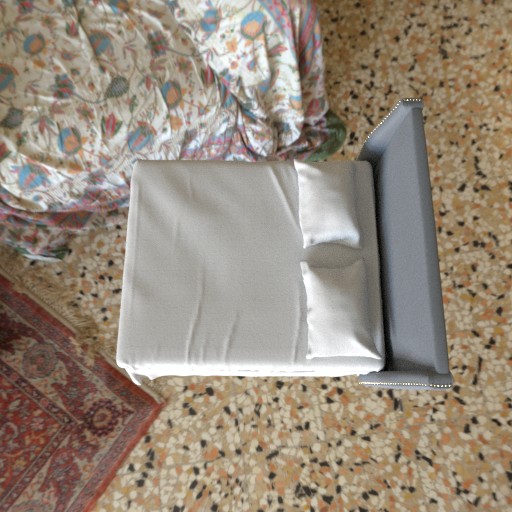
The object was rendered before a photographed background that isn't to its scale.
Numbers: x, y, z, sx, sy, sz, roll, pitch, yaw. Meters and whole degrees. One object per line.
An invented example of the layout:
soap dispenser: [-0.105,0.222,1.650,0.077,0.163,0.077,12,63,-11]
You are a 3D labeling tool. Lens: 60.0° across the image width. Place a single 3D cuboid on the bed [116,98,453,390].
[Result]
bed: [0.000,0.000,3.381,2.276,1.332,1.925,0,74,0]
